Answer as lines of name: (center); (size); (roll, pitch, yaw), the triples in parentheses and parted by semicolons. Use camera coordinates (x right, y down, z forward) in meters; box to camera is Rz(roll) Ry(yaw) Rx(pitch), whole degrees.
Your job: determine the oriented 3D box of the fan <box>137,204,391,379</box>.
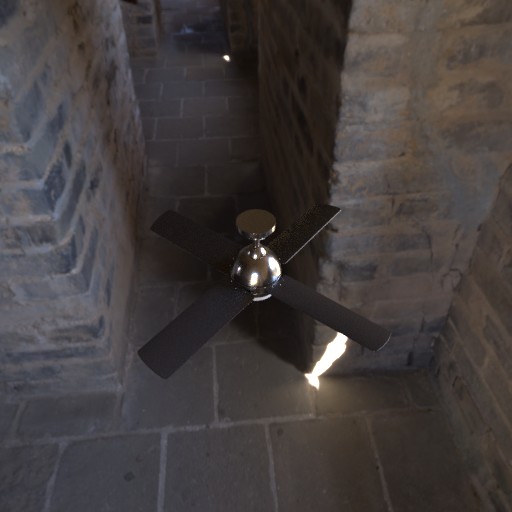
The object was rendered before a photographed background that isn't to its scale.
fan: (0.000, 0.000, 2.020); (1.332, 0.403, 1.332); (28, 49, 27)
